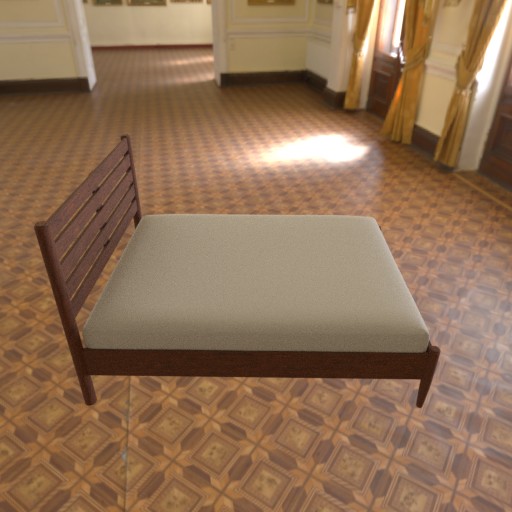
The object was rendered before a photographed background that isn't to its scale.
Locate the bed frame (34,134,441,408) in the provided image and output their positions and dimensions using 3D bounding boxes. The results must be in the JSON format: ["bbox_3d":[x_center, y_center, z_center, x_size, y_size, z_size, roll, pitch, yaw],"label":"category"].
[{"bbox_3d":[0.000,0.000,3.256,2.234,1.321,1.655,1,31,1],"label":"bed frame"}]
